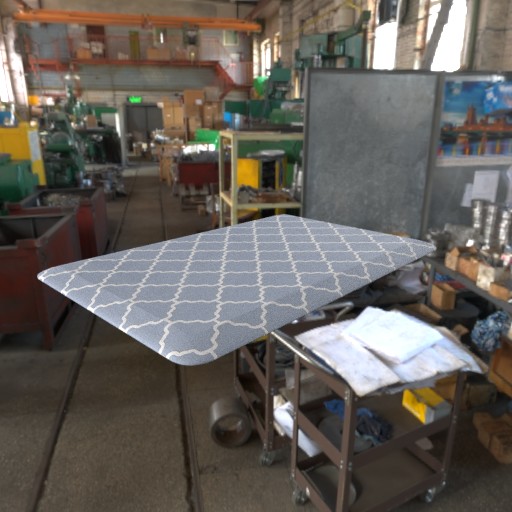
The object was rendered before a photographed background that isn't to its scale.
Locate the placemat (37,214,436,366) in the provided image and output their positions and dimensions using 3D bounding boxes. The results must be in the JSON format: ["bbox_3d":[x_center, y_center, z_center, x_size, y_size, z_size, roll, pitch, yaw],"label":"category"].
[{"bbox_3d":[0.000,0.000,0.972,0.508,0.021,0.762,16,24,42],"label":"placemat"}]
